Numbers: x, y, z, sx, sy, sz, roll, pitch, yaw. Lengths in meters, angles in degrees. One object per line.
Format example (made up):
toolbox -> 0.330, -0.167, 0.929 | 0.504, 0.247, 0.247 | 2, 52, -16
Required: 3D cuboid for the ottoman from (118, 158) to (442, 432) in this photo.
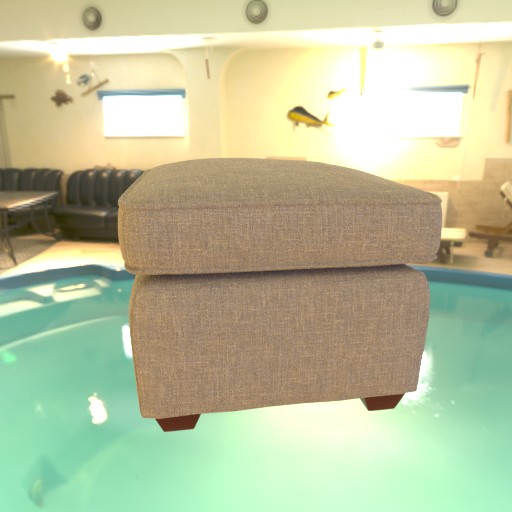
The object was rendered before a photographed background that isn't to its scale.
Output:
ottoman -> 0.000, 0.000, 1.095 | 0.559, 0.457, 0.762 | -3, 16, -9
